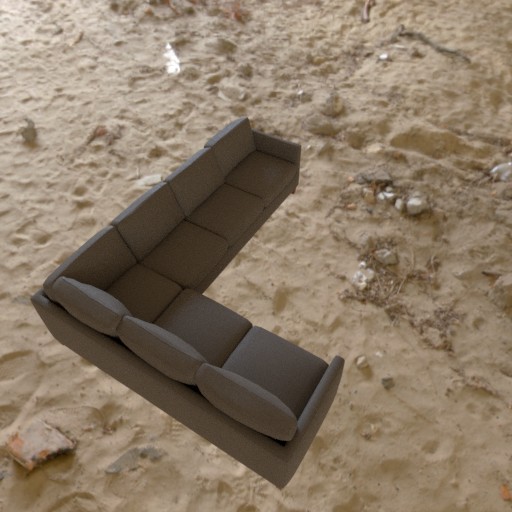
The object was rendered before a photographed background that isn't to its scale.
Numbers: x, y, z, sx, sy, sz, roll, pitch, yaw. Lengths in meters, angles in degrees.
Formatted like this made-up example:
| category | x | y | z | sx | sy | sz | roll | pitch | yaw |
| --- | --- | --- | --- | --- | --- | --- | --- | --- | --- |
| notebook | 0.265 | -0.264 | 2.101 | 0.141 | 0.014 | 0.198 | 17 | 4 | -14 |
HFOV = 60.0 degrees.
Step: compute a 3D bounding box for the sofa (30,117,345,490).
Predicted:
| category | x | y | z | sx | sy | sz | roll | pitch | yaw |
| --- | --- | --- | --- | --- | --- | --- | --- | --- | --- |
| sofa | 0.000 | 0.000 | 4.437 | 2.593 | 0.947 | 3.302 | 25 | 53 | 21 |
